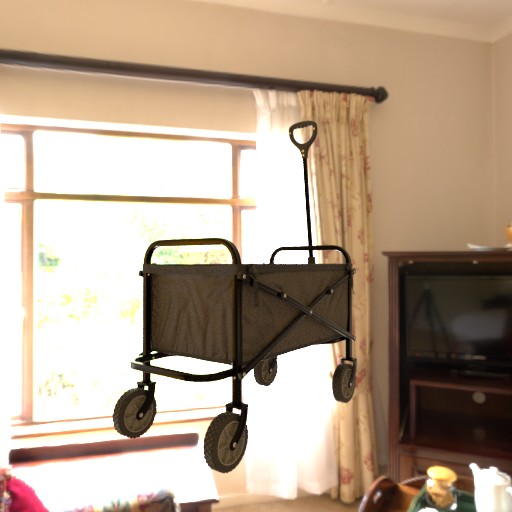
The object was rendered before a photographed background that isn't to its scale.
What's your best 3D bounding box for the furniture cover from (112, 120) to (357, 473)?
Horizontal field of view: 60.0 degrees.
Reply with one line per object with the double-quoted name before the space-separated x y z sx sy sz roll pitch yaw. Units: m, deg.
"furniture cover" 0.000 0.000 1.814 0.532 1.295 1.038 -1 -1 37
